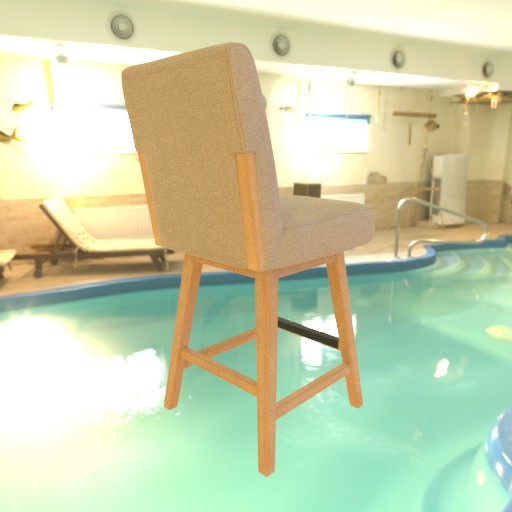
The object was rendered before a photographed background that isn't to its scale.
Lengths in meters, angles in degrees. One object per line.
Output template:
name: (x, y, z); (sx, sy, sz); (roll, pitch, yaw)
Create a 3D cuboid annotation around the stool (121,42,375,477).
stool: (0.000, 0.000, 1.374); (0.507, 1.085, 0.606); (13, 19, 43)
